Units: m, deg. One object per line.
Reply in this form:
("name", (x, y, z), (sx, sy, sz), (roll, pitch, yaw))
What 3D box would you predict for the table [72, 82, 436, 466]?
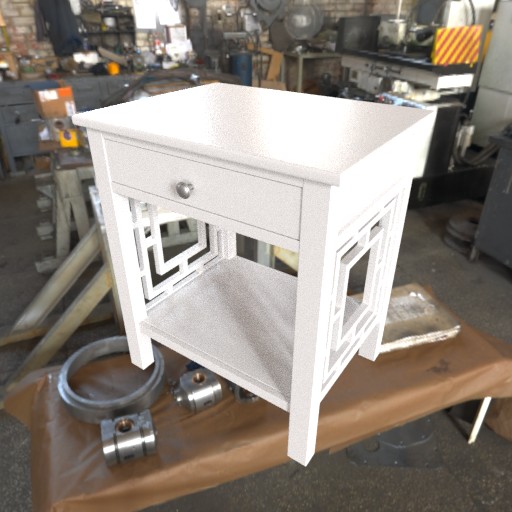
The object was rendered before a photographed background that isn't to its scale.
("table", (0.000, 0.000, 1.027), (0.564, 0.646, 0.451), (20, 36, 29))
